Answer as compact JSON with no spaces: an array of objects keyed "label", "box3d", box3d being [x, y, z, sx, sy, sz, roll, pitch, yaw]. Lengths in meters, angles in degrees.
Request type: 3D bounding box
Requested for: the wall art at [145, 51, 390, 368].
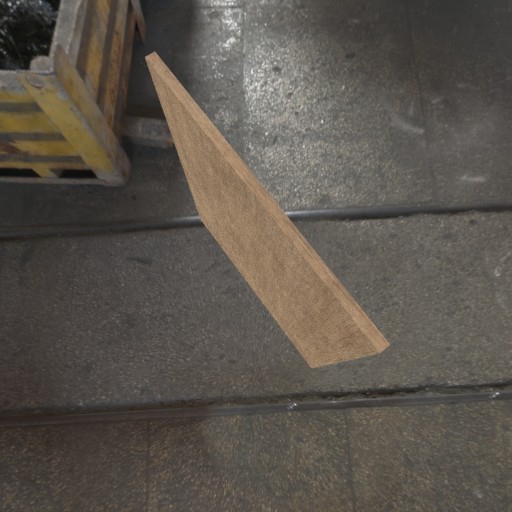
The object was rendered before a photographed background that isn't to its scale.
[{"label":"wall art","box3d":[0.000,0.000,0.931,0.018,0.686,0.534,-35,77,-9]}]
